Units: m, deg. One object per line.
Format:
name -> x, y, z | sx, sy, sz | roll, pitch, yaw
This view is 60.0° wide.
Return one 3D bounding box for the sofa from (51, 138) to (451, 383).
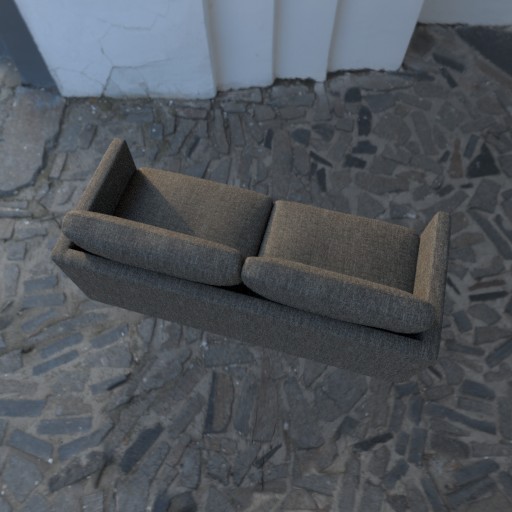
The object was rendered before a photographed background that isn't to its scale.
sofa -> 0.000, 0.000, 2.822 | 2.208, 0.960, 0.948 | 14, 65, 7
